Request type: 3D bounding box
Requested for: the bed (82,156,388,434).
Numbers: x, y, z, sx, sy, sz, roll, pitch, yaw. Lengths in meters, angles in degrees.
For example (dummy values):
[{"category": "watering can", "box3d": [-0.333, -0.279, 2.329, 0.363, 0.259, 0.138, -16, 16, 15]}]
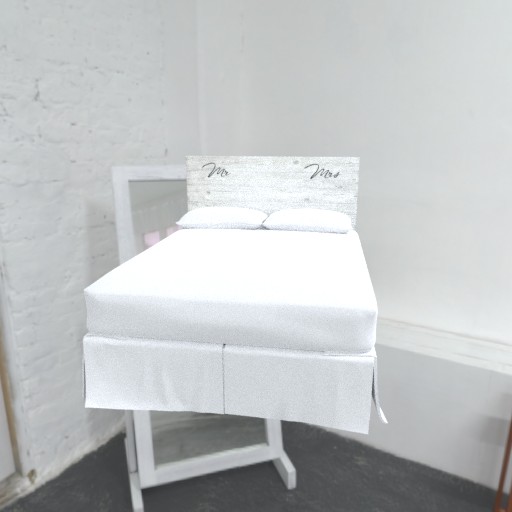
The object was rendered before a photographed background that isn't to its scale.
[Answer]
[{"category": "bed", "box3d": [0.000, 0.000, 3.234, 1.745, 1.335, 2.094, 2, 15, 9]}]
